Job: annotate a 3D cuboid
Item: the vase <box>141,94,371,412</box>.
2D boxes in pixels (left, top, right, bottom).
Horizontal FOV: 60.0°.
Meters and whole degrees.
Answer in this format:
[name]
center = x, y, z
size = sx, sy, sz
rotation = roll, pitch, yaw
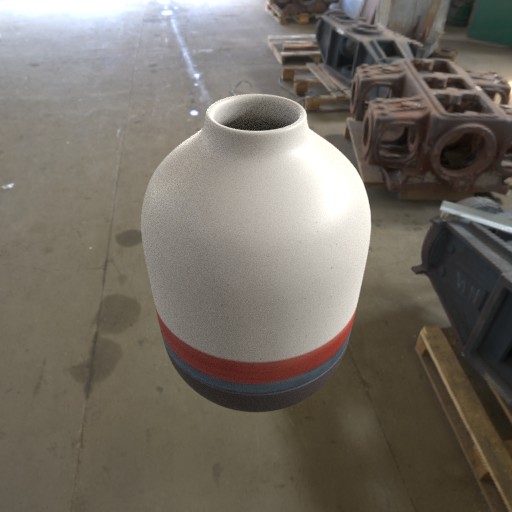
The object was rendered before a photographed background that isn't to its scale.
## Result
[vase]
center = 0.000, 0.000, 0.355
size = 0.169, 0.237, 0.169
rotation = 0, 40, 0
